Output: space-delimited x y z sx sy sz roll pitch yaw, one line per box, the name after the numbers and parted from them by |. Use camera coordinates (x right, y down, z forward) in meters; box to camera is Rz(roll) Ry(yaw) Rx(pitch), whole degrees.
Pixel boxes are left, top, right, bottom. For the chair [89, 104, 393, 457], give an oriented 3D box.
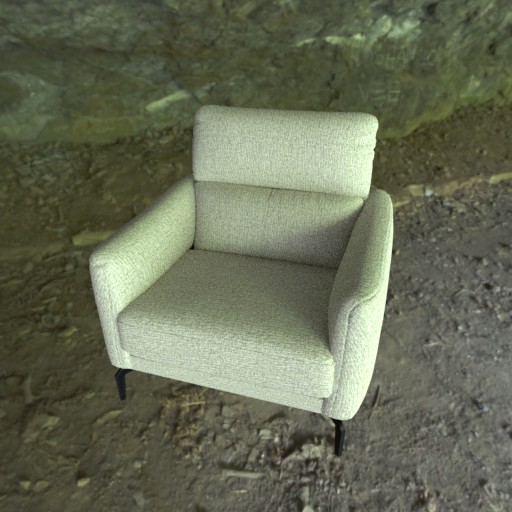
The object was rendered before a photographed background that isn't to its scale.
0.000 0.000 1.673 0.972 0.967 0.835 8 28 16 | chair
